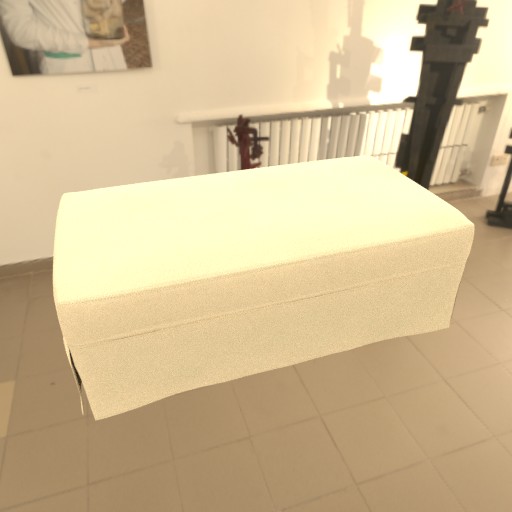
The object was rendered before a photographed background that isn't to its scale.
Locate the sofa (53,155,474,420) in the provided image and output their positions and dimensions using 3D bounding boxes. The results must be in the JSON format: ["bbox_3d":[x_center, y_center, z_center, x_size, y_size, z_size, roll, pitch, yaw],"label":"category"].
[{"bbox_3d":[0.000,0.000,2.066,1.677,0.552,0.939,-10,34,-16],"label":"sofa"}]
